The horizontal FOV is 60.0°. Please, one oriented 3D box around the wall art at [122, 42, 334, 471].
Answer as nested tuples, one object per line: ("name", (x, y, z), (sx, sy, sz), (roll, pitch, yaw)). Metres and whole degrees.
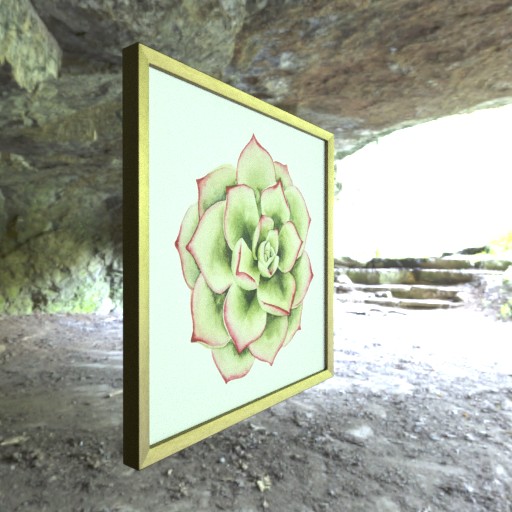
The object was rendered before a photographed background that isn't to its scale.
("wall art", (0.000, 0.000, 0.732), (0.031, 0.506, 0.503), (0, 0, 37))
